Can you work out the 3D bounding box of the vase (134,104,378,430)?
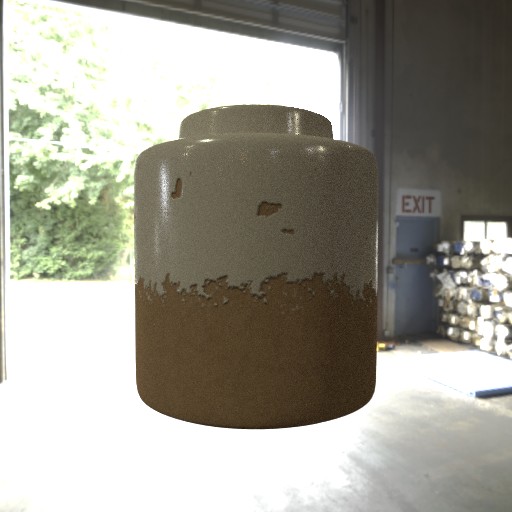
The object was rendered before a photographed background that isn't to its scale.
[{"bbox_3d":[0.000,0.000,0.288,0.153,0.167,0.153,0,2,0],"label":"vase"}]
